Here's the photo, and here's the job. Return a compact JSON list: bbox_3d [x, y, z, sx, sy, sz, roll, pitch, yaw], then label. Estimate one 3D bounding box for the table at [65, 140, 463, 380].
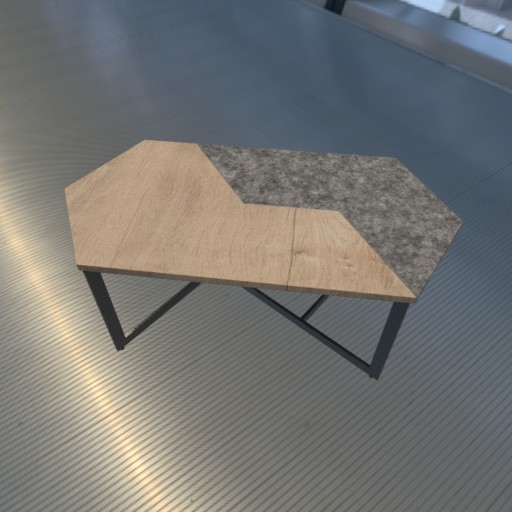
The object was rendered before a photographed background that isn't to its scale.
[{"bbox_3d":[0.000,0.000,1.512,1.219,0.457,0.609,5,47,5],"label":"table"}]
